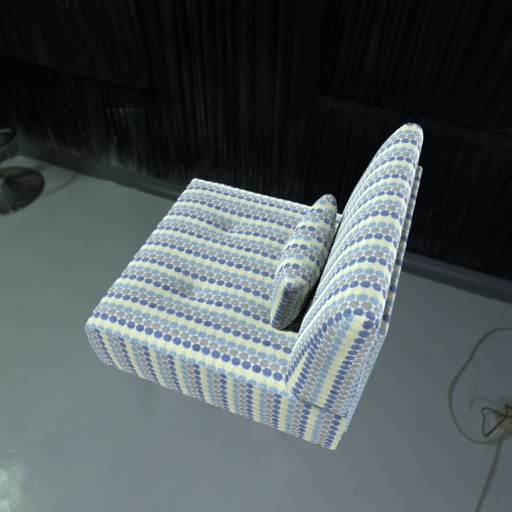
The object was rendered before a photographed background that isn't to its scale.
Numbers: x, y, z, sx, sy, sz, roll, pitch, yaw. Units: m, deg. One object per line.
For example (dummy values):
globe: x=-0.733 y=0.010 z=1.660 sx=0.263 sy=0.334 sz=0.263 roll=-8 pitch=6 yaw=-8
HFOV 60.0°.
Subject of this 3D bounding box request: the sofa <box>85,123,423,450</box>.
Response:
sofa: x=0.000 y=0.000 z=1.697 sx=1.000 sy=0.830 sz=0.930 roll=16 pitch=50 yaw=14
